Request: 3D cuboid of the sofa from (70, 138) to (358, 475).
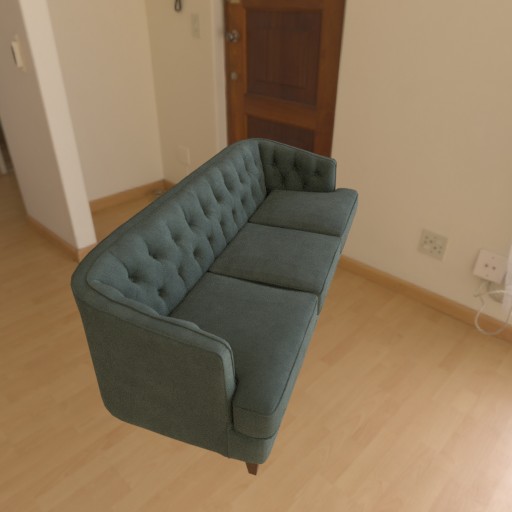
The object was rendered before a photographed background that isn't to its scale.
[{"bbox_3d":[0.000,0.000,2.661,0.941,0.855,2.278,10,32,16],"label":"sofa"}]
